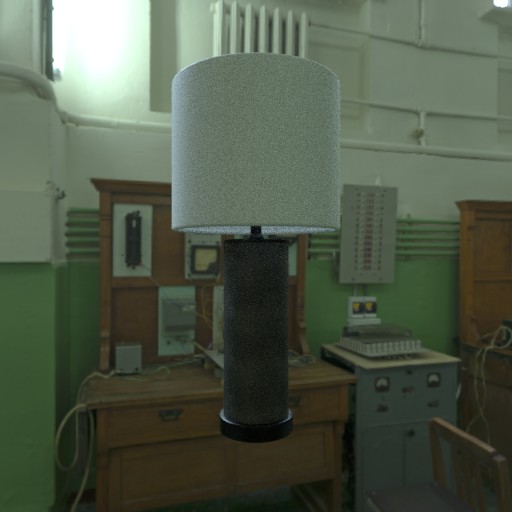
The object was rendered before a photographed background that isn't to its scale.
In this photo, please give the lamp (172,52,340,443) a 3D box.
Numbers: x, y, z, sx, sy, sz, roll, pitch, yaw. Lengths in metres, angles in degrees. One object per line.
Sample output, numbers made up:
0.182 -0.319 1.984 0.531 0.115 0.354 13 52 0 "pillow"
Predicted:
0.000 0.000 0.818 0.305 0.634 0.305 0 0 -18 "lamp"
